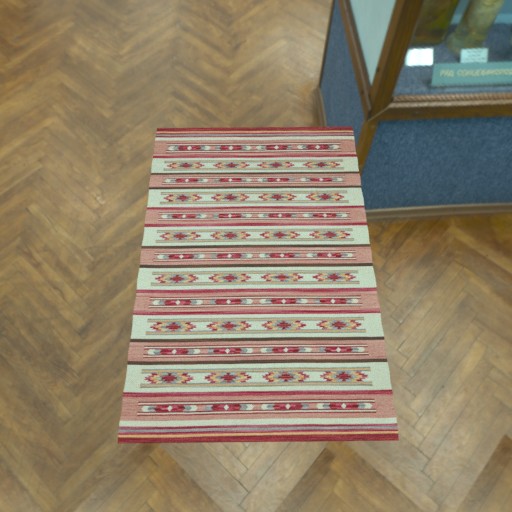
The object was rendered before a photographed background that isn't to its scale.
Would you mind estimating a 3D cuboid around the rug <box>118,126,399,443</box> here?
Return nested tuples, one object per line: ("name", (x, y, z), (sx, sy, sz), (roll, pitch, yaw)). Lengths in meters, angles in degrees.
("rug", (0.000, 0.000, 2.337), (1.223, 0.008, 1.817), (0, 62, 0))
